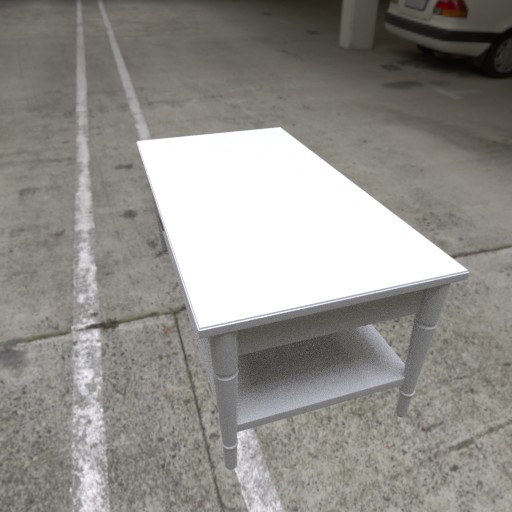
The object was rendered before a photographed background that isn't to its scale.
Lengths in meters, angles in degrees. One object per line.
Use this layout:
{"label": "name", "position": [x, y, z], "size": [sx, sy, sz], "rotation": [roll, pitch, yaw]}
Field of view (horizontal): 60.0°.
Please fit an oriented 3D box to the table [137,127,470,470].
{"label": "table", "position": [0.000, 0.000, 1.372], "size": [0.559, 0.457, 1.067], "rotation": [-10, 34, -15]}
